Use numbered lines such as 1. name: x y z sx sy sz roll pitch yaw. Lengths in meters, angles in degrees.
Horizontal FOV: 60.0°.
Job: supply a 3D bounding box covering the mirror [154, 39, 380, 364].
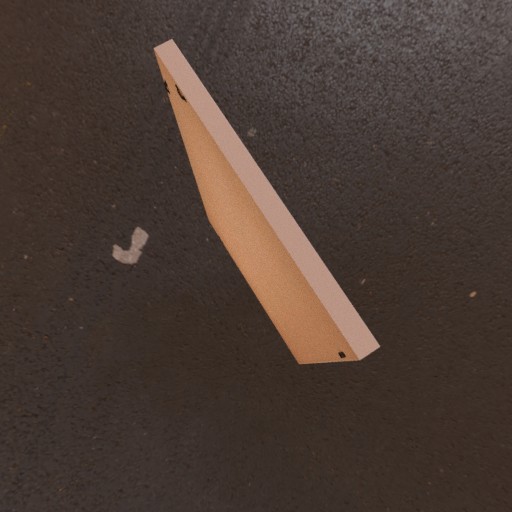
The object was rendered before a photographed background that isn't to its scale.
1. mirror: 0.000 0.000 1.137 0.041 0.915 0.609 -31 78 -7
